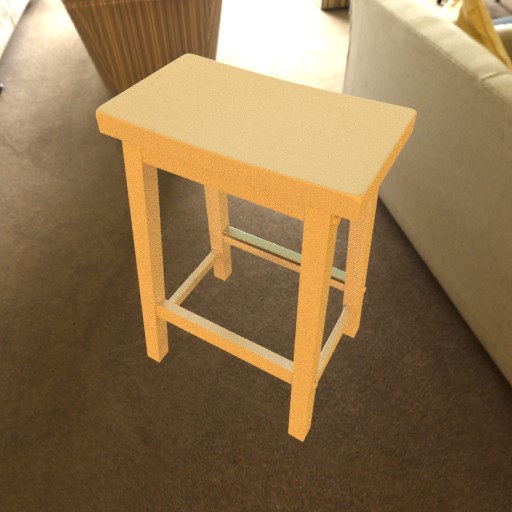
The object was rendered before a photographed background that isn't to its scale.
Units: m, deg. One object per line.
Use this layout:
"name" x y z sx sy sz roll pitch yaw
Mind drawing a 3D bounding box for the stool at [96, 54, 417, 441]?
"stool" 0.000 0.000 0.856 0.406 0.610 0.322 22 51 20
